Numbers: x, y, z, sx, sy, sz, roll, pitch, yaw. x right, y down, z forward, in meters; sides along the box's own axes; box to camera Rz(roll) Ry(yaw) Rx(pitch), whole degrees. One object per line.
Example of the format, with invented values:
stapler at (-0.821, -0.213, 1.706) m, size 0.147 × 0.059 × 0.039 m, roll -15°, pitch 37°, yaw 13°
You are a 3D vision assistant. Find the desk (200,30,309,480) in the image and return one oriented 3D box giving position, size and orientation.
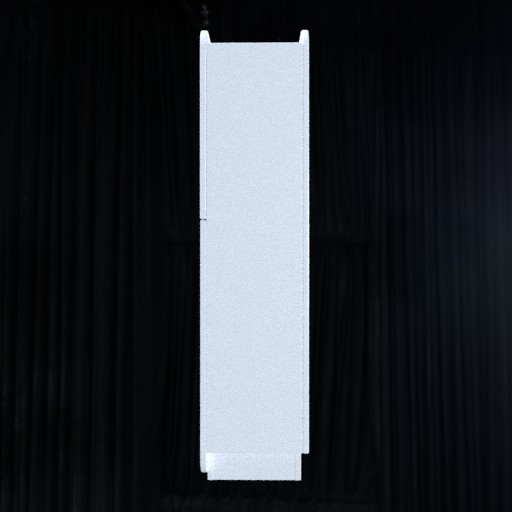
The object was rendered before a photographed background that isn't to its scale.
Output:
desk at (0.000, 0.000, 1.529) m, size 0.278 × 1.190 × 0.795 m, roll 0°, pitch 0°, yaw 1°
